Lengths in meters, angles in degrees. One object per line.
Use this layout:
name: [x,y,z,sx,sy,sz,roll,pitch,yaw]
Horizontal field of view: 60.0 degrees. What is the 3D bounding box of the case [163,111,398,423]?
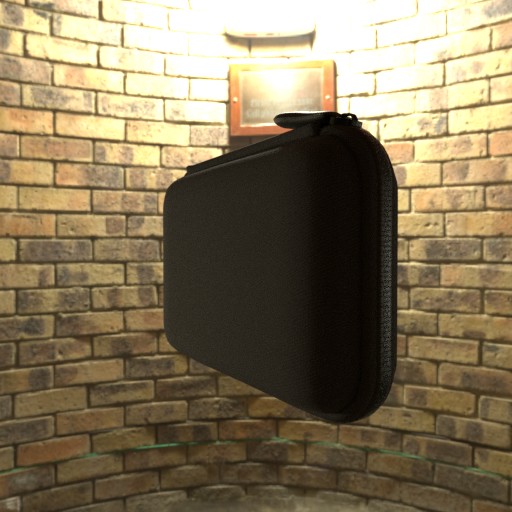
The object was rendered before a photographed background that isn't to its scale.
case: [0.000,0.000,0.181,0.038,0.105,0.132,-1,1,-35]
